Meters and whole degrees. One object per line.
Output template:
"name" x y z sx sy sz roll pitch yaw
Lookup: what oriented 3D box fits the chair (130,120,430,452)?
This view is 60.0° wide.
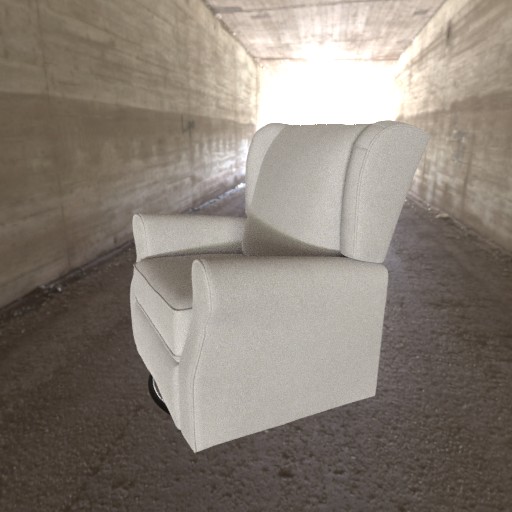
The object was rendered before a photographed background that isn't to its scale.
"chair" 0.000 0.000 1.660 0.854 0.967 0.906 -8 18 -26
